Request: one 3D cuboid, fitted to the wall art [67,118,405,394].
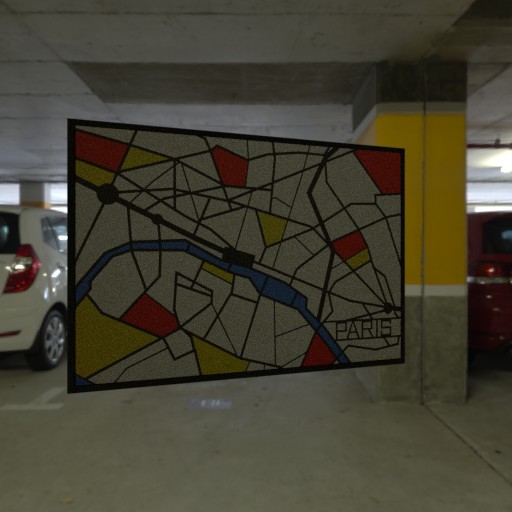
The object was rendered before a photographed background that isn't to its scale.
[{"bbox_3d":[0.000,0.000,0.846,0.664,0.458,0.013,0,0,-18],"label":"wall art"}]
